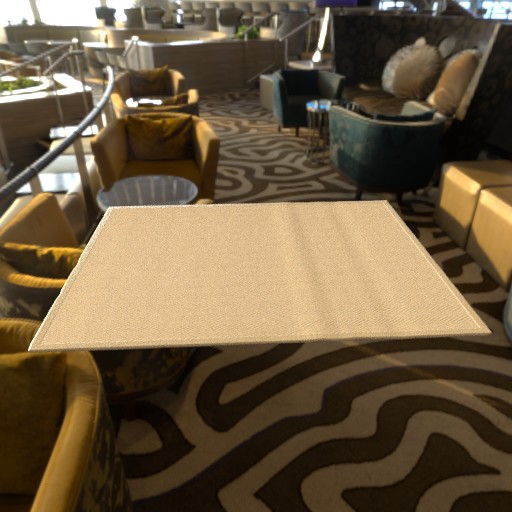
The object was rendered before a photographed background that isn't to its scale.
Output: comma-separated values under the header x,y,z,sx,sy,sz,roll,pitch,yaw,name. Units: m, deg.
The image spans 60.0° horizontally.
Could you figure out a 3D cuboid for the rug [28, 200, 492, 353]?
x,y,z,sx,sy,sz,roll,pitch,yaw,name
0.000,0.000,4.641,3.659,0.037,2.734,-2,30,-3,rug
